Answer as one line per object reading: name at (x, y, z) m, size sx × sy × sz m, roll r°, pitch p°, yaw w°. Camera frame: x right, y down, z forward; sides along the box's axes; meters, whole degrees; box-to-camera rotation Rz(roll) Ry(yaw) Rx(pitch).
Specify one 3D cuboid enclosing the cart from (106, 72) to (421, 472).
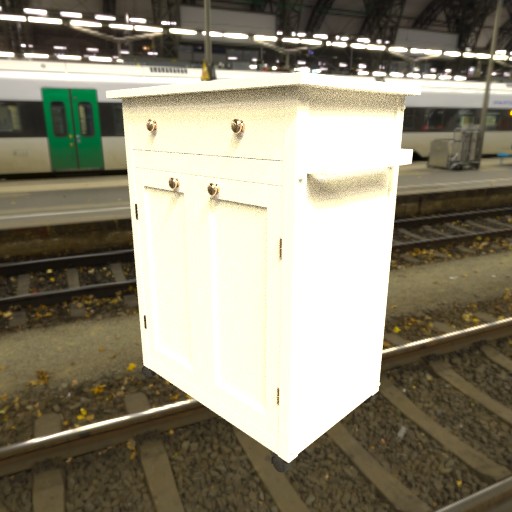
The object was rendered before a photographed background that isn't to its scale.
cart at (0.000, 0.000, 1.222) m, size 0.683 × 0.864 × 0.442 m, roll 16°, pitch 23°, yaw 42°
